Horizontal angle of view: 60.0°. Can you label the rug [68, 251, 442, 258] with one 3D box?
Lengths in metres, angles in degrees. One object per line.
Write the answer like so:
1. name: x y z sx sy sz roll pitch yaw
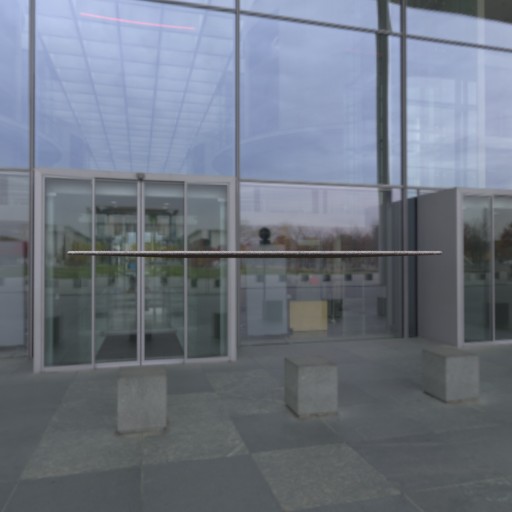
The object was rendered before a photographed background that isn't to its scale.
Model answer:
1. rug: 0.000 0.000 3.013 1.524 0.015 2.438 0 -1 0
